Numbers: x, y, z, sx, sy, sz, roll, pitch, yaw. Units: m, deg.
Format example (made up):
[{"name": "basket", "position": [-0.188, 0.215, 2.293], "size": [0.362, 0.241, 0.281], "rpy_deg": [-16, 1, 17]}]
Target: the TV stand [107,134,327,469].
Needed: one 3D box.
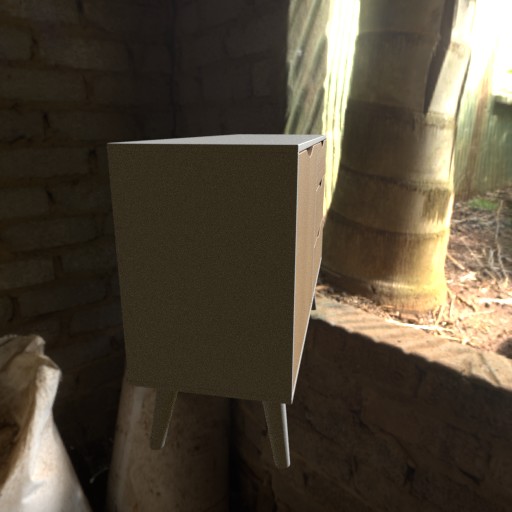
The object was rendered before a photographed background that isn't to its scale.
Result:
[{"name": "TV stand", "position": [0.000, 0.000, 1.572], "size": [0.406, 0.812, 1.193], "rpy_deg": [3, 17, 11]}]
